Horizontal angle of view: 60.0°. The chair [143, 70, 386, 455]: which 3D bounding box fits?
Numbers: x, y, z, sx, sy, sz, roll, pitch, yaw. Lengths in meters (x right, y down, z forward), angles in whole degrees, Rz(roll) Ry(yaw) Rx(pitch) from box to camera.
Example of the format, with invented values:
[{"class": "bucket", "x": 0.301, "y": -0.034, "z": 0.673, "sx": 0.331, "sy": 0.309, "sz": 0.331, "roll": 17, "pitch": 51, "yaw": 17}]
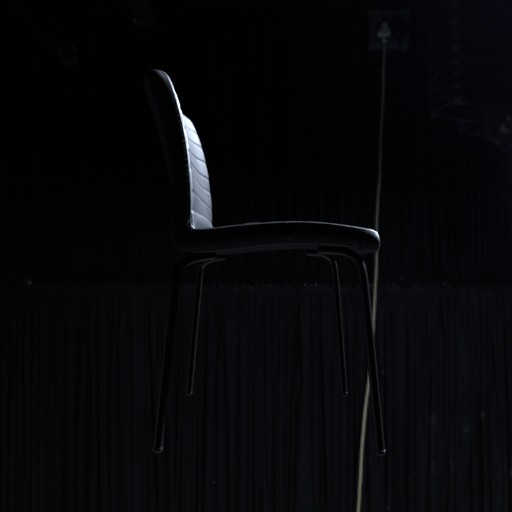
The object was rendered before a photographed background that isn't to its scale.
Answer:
[{"class": "chair", "x": 0.000, "y": 0.000, "z": 1.193, "sx": 0.572, "sy": 0.872, "sz": 0.450, "roll": 0, "pitch": -1, "yaw": 1}]
